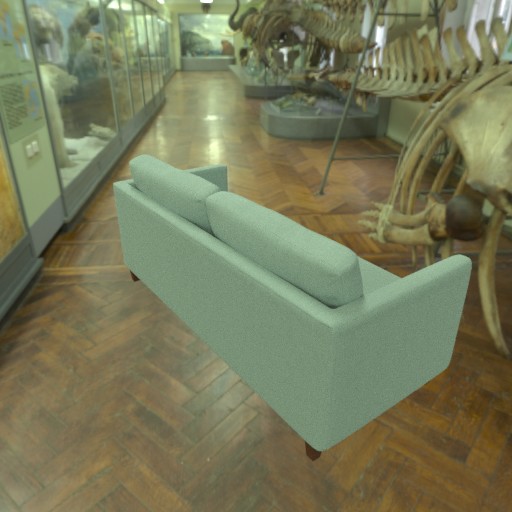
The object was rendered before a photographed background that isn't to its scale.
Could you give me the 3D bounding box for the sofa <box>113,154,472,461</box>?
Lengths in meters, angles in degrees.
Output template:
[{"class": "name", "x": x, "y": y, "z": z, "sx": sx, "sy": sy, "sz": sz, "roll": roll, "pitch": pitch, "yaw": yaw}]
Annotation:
[{"class": "sofa", "x": 0.000, "y": 0.000, "z": 2.703, "sx": 0.951, "sy": 0.965, "sz": 2.208, "roll": -18, "pitch": 31, "yaw": -32}]
